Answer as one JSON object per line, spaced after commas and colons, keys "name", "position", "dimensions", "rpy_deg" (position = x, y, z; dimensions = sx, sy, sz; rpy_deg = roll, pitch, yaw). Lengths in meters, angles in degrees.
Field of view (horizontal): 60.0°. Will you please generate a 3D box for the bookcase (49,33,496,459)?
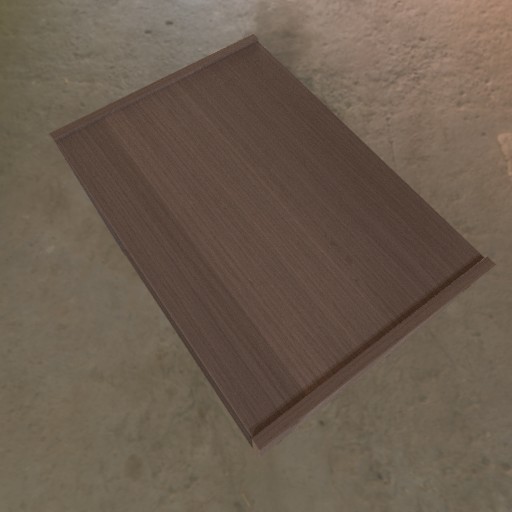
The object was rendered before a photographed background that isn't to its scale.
{"name": "bookcase", "position": [0.000, 0.000, 0.613], "dimensions": [0.290, 0.305, 0.415], "rpy_deg": [-33, 69, -15]}
